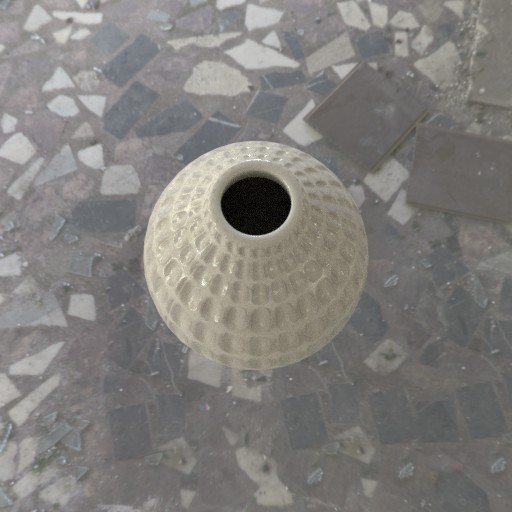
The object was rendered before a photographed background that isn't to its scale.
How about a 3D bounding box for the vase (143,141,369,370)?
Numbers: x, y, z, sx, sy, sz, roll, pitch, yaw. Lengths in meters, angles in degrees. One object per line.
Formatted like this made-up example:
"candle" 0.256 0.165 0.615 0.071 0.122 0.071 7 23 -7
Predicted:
"vase" 0.000 0.000 0.258 0.128 0.167 0.128 0 75 0
